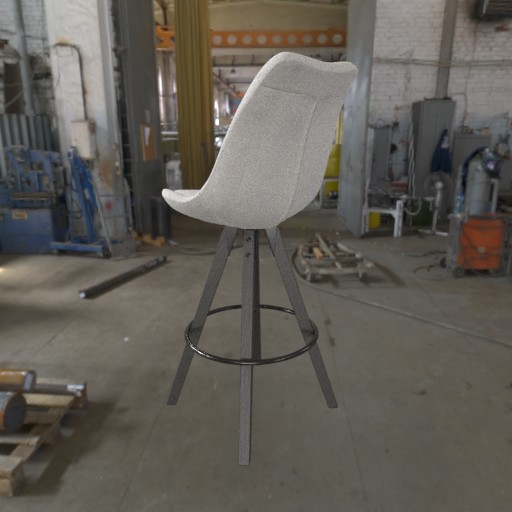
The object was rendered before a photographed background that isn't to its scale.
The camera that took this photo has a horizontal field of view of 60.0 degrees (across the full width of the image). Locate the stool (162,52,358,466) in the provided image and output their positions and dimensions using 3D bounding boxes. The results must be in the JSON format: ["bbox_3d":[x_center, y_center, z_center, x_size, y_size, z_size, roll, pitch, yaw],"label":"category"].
[{"bbox_3d":[0.000,0.000,1.414,0.485,1.115,0.550,-14,21,-40],"label":"stool"}]
